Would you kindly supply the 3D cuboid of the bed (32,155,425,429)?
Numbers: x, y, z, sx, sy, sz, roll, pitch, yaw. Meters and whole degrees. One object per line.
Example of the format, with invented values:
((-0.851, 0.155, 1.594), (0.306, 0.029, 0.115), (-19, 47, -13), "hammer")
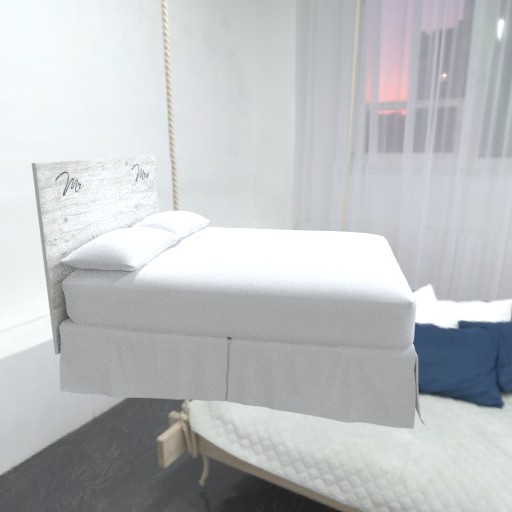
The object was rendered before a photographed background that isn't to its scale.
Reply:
((0.000, 0.000, 3.115), (2.094, 1.335, 1.745), (3, 15, 10), "bed")
